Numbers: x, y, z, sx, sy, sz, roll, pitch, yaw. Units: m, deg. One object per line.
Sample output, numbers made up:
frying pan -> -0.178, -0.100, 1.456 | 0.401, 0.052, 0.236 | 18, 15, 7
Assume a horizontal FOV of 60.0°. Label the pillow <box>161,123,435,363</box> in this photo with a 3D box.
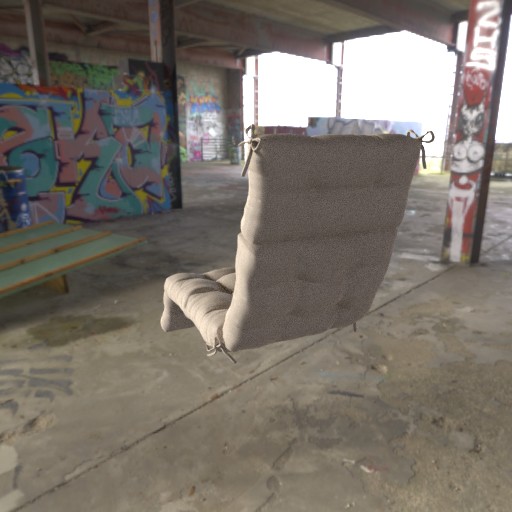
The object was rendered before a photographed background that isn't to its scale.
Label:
pillow -> 0.000, 0.000, 1.538 | 0.526, 0.863, 1.016 | -7, 17, -25
